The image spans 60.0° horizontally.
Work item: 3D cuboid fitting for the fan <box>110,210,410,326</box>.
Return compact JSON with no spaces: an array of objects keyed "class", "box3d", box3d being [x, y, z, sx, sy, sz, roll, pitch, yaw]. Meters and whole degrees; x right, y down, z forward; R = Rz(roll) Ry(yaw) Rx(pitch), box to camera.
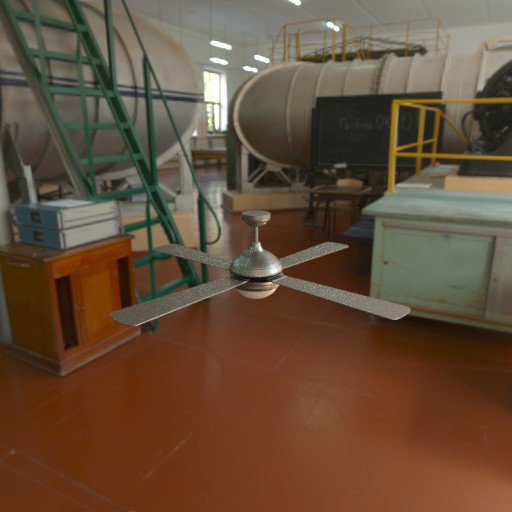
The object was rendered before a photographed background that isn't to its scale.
[{"class":"fan","box3d":[0.000,0.000,1.947,1.321,0.381,1.321,-8,18,-26]}]
